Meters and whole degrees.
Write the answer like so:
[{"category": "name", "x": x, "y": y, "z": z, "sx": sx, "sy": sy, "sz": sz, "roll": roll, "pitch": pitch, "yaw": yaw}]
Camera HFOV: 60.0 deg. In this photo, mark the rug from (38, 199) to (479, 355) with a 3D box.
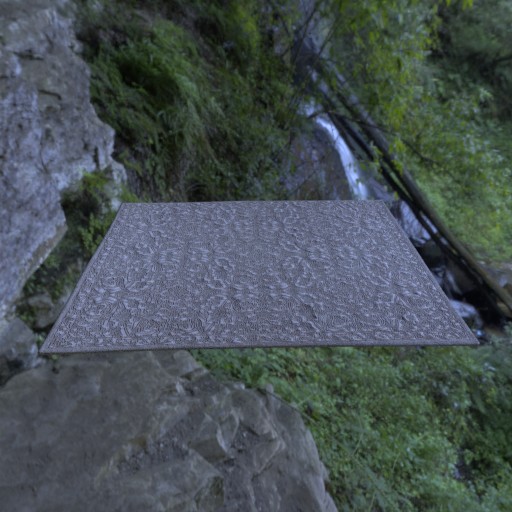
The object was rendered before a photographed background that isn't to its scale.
[{"category": "rug", "x": 0.000, "y": 0.000, "z": 4.064, "sx": 3.017, "sy": 0.035, "sz": 2.472, "roll": -1, "pitch": 31, "yaw": -2}]
